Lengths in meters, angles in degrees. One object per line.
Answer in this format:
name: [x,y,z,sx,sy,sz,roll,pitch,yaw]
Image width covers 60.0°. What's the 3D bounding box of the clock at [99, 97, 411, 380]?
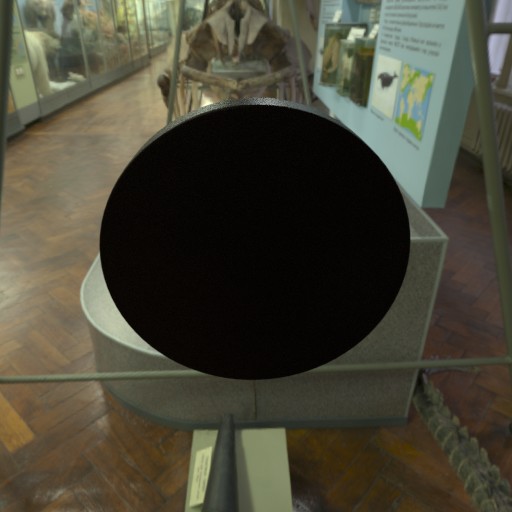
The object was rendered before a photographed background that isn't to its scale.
clock: [0.000,0.000,0.468,0.314,0.314,0.040,-1,28,-2]
